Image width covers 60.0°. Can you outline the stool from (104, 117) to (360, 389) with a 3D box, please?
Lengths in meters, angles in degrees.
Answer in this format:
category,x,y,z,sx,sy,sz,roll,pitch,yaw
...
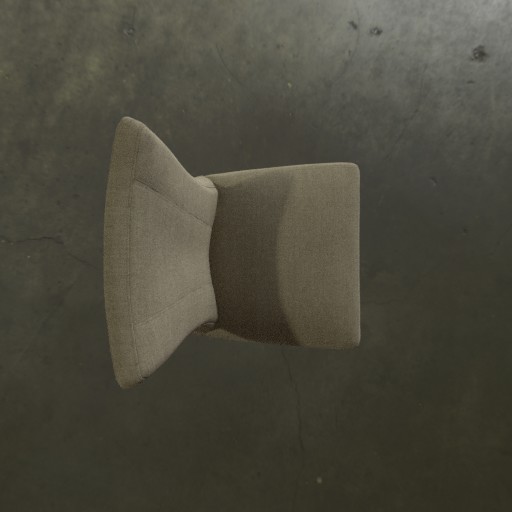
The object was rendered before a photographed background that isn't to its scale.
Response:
category,x,y,z,sx,sy,sz,roll,pitch,yaw
stool,0.000,0.000,1.303,0.574,1.000,0.514,0,89,0
